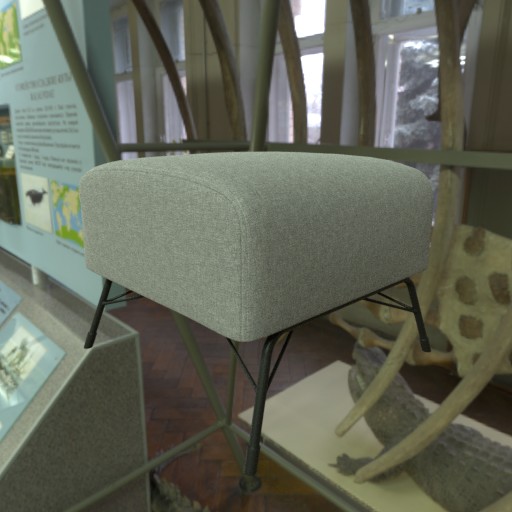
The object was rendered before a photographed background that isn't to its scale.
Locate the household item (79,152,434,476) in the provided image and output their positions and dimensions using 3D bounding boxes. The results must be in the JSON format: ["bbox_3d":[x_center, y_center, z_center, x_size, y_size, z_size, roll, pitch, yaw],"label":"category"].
[{"bbox_3d":[0.000,0.000,0.896,0.530,0.410,0.530,-14,20,-42],"label":"household item"}]
